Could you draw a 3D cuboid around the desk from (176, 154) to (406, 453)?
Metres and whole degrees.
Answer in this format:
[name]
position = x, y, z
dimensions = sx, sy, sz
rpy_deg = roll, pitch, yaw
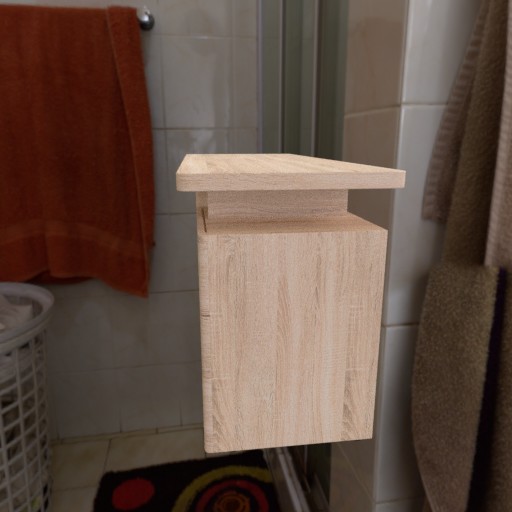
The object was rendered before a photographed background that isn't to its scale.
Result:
[desk]
position = 0.000, 0.000, 1.786
dimensions = 0.550, 0.760, 1.400
rpy_deg = -2, 15, -7
